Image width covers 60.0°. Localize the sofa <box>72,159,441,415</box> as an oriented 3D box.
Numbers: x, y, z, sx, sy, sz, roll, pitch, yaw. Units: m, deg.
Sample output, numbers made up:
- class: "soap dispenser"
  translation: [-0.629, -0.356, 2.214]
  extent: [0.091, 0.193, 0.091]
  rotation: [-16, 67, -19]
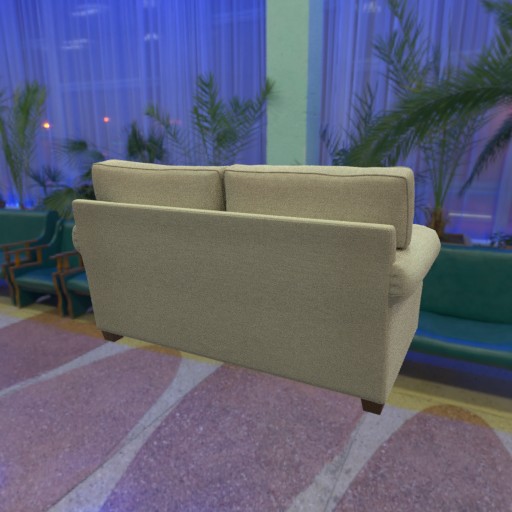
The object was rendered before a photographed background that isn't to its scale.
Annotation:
- class: "sofa"
  translation: [0.000, 0.000, 2.290]
  extent: [1.701, 0.966, 0.966]
  rotation: [7, 16, 27]
